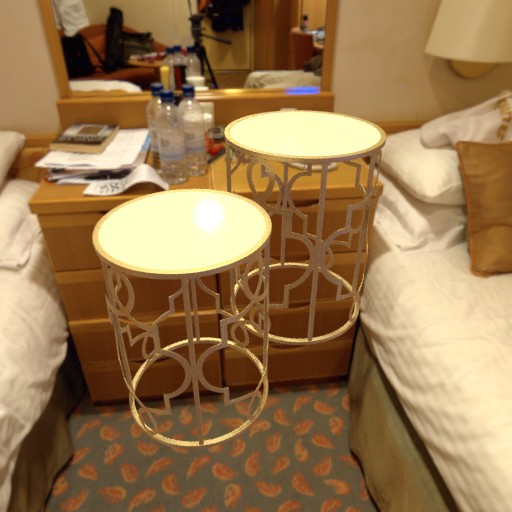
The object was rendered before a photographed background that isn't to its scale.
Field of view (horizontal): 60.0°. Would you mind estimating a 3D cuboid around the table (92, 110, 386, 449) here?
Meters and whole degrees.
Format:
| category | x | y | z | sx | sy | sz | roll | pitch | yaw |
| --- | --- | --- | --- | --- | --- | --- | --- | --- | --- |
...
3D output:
| category | x | y | z | sx | sy | sz | roll | pitch | yaw |
| --- | --- | --- | --- | --- | --- | --- | --- | --- | --- |
| table | 0.000 | 0.000 | 1.172 | 0.420 | 0.564 | 0.846 | 22 | 38 | 30 |
